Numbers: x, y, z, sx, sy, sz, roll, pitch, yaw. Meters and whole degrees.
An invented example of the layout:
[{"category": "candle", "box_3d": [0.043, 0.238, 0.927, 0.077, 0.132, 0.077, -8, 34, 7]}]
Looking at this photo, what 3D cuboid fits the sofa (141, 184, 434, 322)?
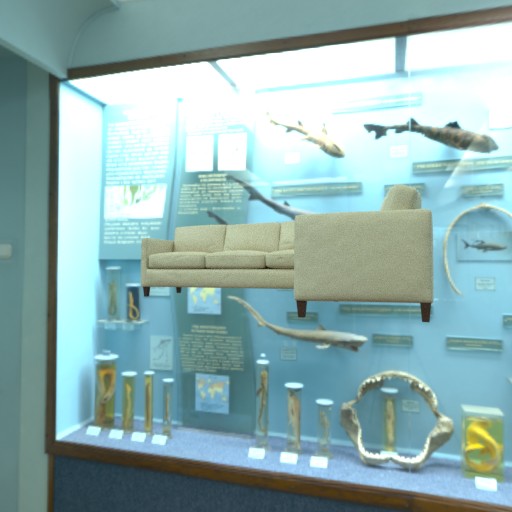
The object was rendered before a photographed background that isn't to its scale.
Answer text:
[{"category": "sofa", "box_3d": [0.000, 0.000, 4.569, 3.302, 0.947, 2.593, -1, -2, 19]}]
